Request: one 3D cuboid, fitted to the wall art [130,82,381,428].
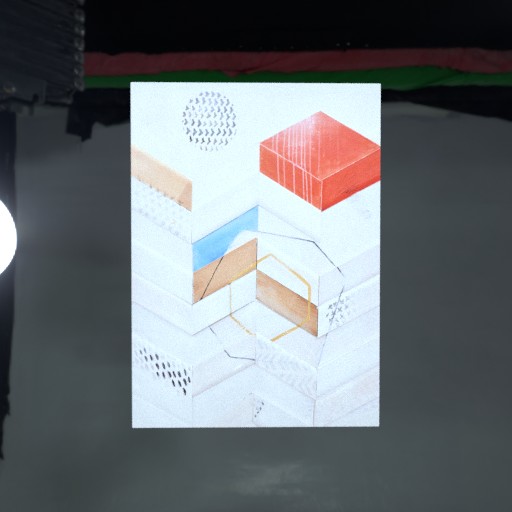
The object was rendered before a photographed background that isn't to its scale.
[{"bbox_3d":[0.000,0.000,1.107,0.613,0.848,0.036,0,1,-1],"label":"wall art"}]
